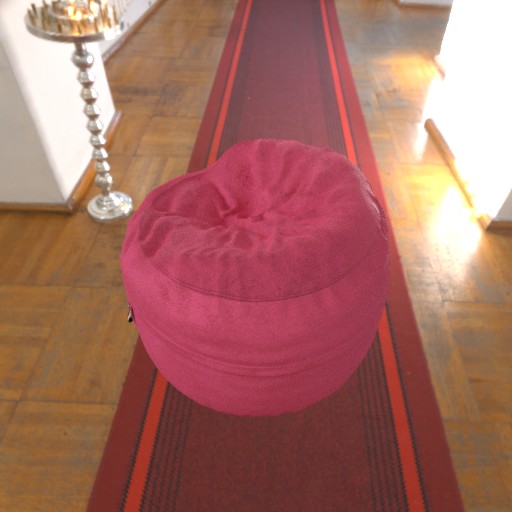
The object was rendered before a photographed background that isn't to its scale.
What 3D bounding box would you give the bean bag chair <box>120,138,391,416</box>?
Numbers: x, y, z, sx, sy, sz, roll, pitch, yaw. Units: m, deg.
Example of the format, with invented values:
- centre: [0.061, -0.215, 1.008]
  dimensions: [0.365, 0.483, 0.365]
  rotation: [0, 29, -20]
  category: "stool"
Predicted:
- centre: [0.000, 0.000, 2.044]
  dimensions: [1.218, 0.788, 1.218]
  rotation: [0, 45, 0]
  category: "bean bag chair"
